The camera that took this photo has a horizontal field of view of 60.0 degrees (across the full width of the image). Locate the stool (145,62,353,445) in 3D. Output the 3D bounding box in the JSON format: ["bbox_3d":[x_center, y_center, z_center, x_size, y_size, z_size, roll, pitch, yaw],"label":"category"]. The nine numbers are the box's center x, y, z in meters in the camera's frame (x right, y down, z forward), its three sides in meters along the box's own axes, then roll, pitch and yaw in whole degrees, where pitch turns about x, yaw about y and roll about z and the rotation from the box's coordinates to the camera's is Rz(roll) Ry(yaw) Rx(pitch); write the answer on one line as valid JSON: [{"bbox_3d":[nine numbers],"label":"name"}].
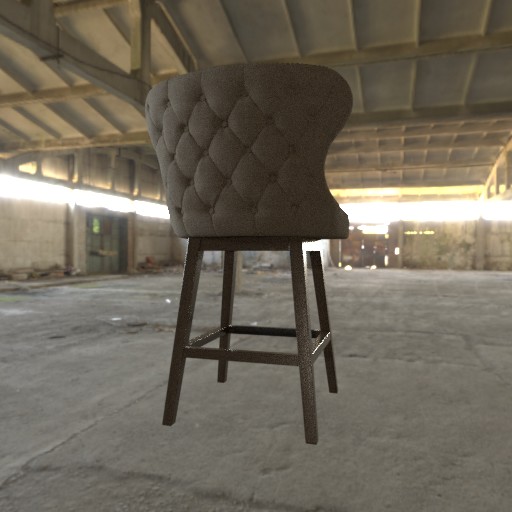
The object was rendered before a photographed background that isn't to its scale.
[{"bbox_3d":[0.000,0.000,1.391,0.615,0.972,0.597,0,1,17],"label":"stool"}]
